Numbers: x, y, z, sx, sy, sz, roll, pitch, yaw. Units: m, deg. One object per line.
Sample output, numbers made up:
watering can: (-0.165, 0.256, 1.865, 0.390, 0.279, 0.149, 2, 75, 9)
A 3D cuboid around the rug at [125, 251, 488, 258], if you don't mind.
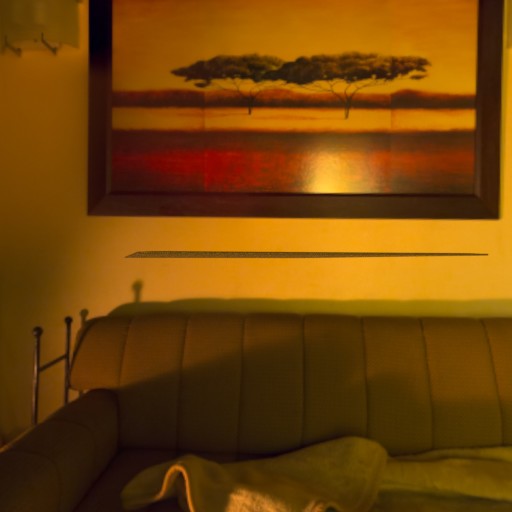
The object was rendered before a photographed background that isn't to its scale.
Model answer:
rug: (0.000, 0.000, 2.902, 1.609, 0.013, 2.214, 0, -1, -18)
